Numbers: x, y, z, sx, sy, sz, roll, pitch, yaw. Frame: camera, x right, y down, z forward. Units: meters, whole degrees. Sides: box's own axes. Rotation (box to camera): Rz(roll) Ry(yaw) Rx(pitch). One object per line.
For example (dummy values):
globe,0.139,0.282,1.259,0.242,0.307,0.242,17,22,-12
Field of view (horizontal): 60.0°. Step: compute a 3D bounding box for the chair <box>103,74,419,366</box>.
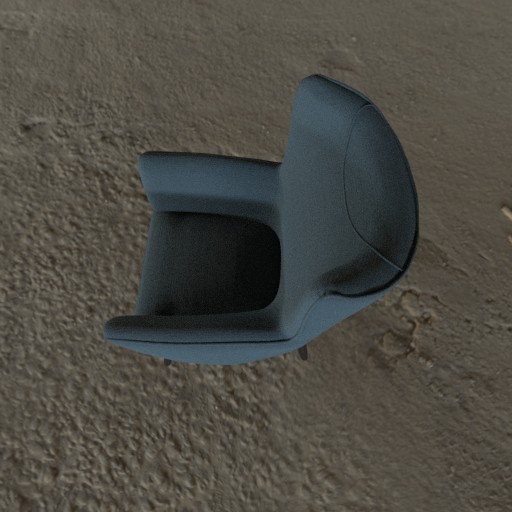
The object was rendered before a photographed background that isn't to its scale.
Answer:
chair,0.000,0.000,1.571,0.888,0.933,0.781,1,59,1
